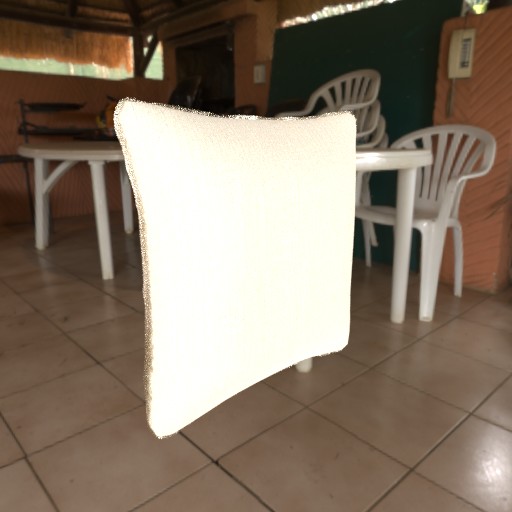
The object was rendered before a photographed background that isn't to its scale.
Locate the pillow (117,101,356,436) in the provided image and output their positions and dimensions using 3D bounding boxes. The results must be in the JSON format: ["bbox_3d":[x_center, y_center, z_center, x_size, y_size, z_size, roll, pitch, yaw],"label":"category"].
[{"bbox_3d":[0.000,0.000,0.815,0.538,0.525,0.216,-14,20,-42],"label":"pillow"}]
